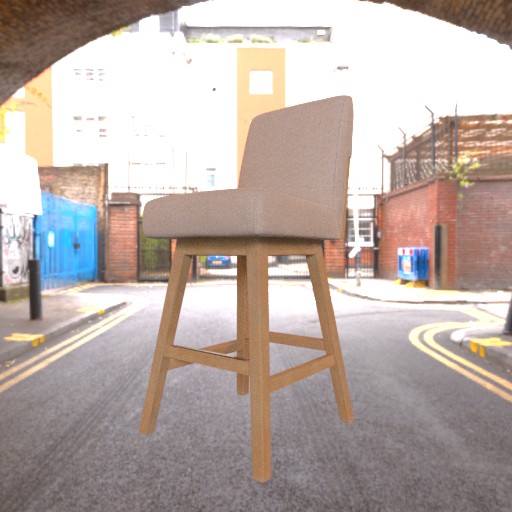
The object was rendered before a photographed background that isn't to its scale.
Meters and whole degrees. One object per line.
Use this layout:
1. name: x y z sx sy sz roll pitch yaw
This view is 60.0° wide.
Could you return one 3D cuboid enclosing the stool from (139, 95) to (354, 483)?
1. stool: 0.000 0.000 1.321 0.446 1.015 0.543 1 1 38
